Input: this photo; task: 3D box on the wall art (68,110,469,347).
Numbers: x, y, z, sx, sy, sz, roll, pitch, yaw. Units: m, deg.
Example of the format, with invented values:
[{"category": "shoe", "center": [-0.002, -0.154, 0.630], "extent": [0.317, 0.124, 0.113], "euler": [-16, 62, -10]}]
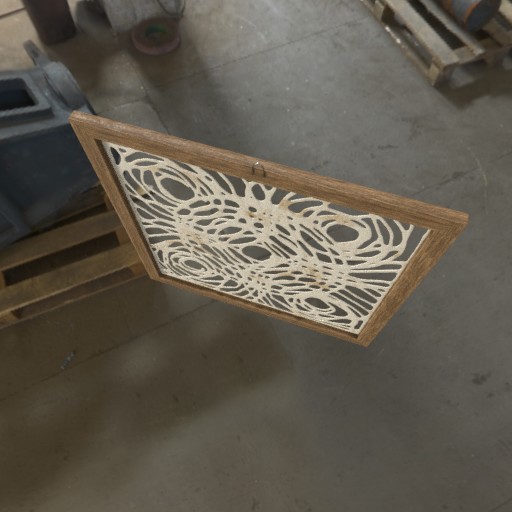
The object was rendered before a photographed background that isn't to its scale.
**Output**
[{"category": "wall art", "center": [0.000, 0.000, 0.838], "extent": [0.561, 0.576, 0.021], "euler": [17, 64, 8]}]
